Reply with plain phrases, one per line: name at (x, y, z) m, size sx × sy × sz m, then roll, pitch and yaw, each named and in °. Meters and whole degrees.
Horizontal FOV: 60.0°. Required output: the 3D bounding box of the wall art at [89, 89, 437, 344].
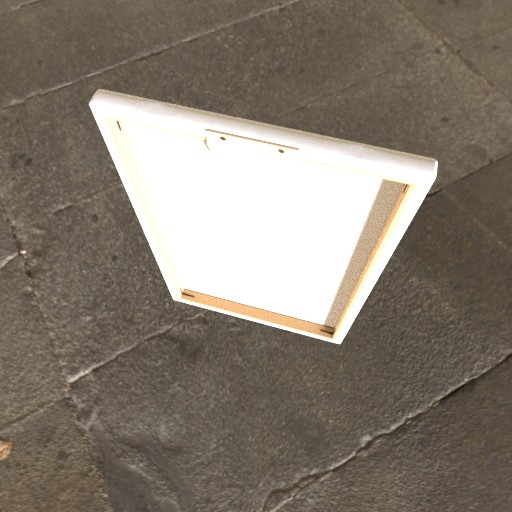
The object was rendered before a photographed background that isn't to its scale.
wall art at (0.000, 0.000, 1.144) m, size 0.602 × 0.902 × 0.048 m, roll 14°, pitch 63°, yaw 7°
